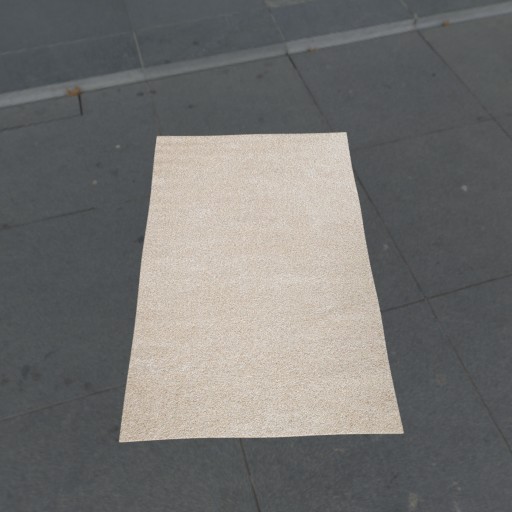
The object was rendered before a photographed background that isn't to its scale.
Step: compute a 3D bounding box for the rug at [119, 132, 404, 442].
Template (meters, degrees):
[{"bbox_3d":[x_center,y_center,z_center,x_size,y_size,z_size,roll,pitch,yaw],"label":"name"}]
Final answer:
[{"bbox_3d":[0.000,0.000,3.510,1.800,0.025,2.699,-1,59,-1],"label":"rug"}]
